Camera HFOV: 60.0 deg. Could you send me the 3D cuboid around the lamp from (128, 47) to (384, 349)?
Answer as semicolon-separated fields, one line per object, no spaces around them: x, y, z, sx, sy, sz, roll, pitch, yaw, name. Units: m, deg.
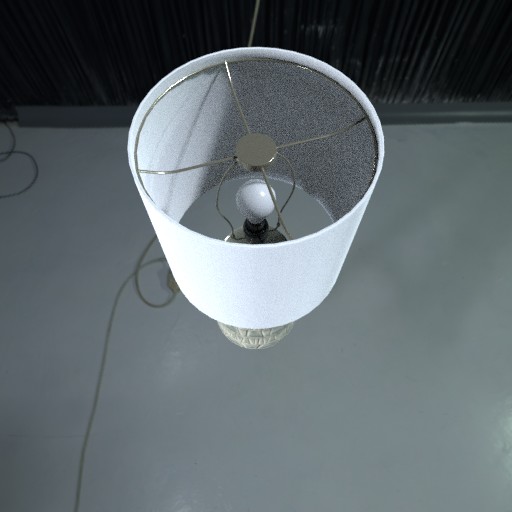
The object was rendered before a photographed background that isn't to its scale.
0.000;0.000;0.571;0.211;0.455;0.211;-2;64;-1;lamp
